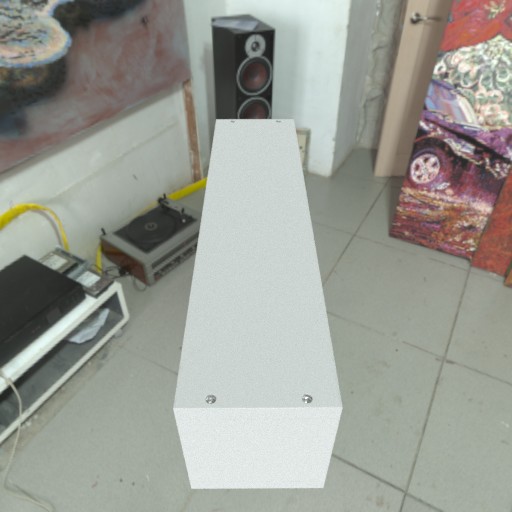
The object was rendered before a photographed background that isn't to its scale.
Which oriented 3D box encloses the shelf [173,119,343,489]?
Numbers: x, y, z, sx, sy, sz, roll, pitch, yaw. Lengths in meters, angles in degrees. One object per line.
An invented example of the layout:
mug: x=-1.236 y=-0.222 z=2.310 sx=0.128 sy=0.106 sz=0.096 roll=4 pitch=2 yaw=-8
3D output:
shelf: x=0.000 y=0.000 z=0.677 sx=0.150 sy=0.170 sz=0.610 roll=0 pitch=41 yaw=0
